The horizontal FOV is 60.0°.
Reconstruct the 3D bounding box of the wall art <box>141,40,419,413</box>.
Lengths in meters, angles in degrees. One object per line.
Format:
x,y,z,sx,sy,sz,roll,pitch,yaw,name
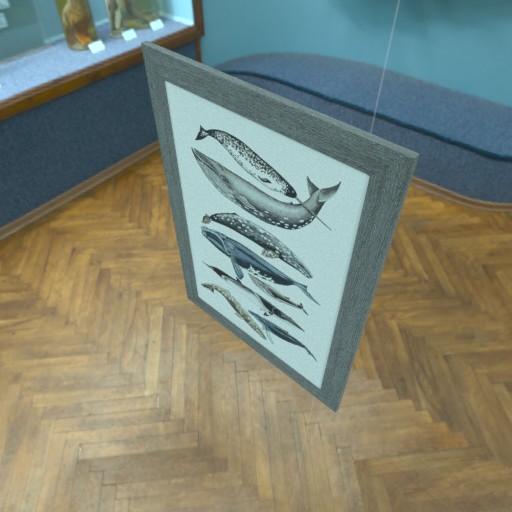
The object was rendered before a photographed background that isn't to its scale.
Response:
0.000,0.000,1.357,0.768,1.070,0.020,33,55,27,wall art
